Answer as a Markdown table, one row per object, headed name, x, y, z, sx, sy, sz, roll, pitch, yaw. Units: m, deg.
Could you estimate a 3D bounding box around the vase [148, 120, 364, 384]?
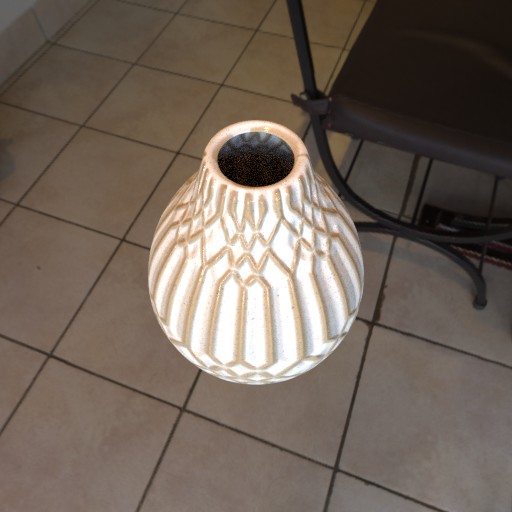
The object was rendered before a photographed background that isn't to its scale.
| name | x | y | z | sx | sy | sz | roll | pitch | yaw |
| --- | --- | --- | --- | --- | --- | --- | --- | --- | --- |
| vase | 0.000 | 0.000 | 0.314 | 0.159 | 0.200 | 0.159 | 0 | 58 | 0 |
